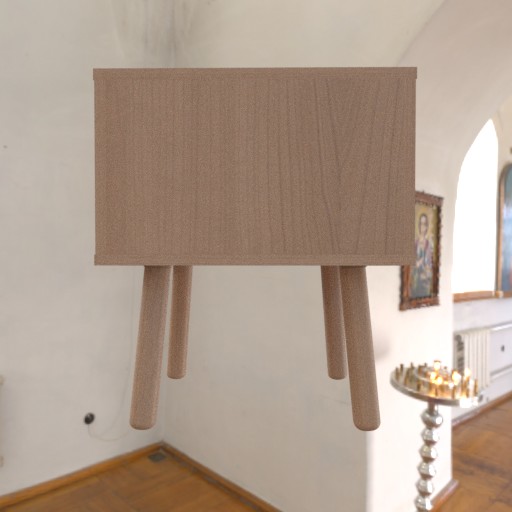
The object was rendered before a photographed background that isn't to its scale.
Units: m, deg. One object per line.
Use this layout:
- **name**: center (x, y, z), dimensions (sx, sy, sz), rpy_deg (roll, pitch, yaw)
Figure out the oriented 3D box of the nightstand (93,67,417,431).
- **nightstand**: center (0.000, 0.000, 0.810), dimensions (0.450, 0.530, 0.380), rpy_deg (0, 1, 1)
